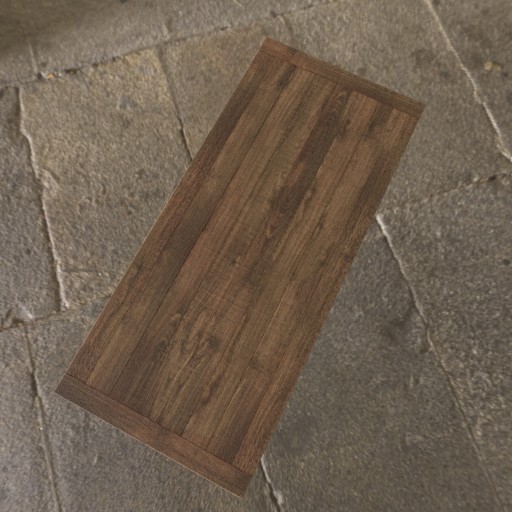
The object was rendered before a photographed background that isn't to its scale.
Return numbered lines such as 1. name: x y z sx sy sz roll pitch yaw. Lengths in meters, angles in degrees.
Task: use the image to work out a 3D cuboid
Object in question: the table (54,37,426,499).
1. table: 0.000 0.000 2.424 0.907 0.733 2.031 26 77 7
